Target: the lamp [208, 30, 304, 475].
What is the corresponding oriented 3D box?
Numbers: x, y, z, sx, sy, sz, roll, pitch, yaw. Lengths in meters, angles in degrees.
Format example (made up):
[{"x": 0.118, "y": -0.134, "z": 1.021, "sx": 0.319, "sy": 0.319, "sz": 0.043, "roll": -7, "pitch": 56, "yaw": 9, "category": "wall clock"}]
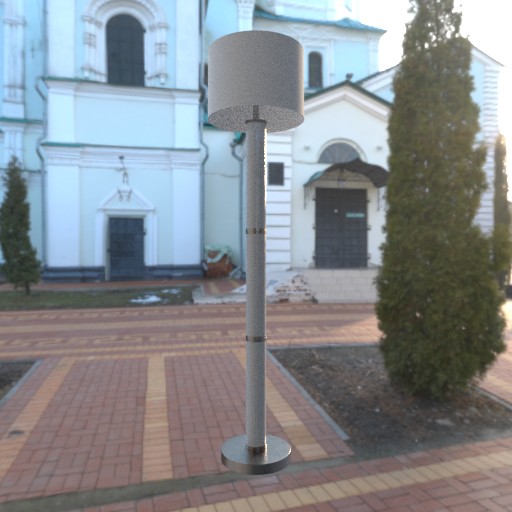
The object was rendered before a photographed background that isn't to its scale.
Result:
[{"x": 0.000, "y": 0.000, "z": 1.751, "sx": 0.377, "sy": 1.599, "sz": 0.377, "roll": 0, "pitch": 1, "yaw": 0, "category": "lamp"}]
